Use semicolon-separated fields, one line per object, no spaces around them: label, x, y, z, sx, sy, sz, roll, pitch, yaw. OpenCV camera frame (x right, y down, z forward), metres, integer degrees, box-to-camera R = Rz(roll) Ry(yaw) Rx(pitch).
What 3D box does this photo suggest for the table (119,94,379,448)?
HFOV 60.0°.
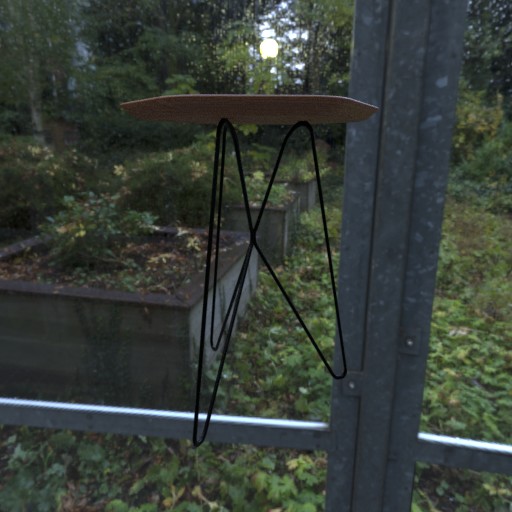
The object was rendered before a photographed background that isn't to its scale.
table;0.000;0.000;0.879;0.400;0.562;0.500;7;16;25
